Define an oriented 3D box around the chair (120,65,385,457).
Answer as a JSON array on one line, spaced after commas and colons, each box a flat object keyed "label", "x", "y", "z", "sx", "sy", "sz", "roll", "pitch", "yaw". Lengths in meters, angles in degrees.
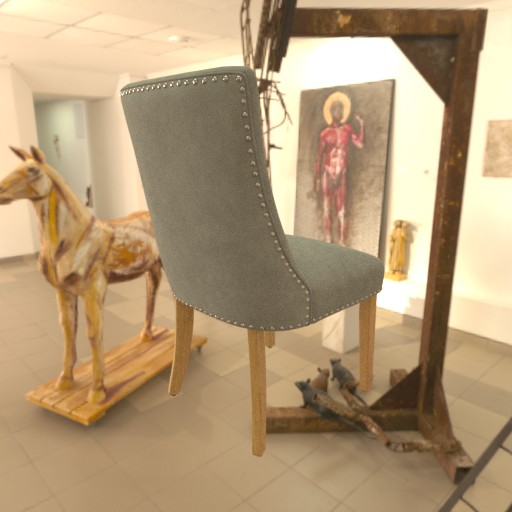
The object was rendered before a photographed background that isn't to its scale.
[{"label": "chair", "x": 0.000, "y": 0.000, "z": 1.251, "sx": 0.610, "sy": 0.902, "sz": 0.495, "roll": -14, "pitch": 20, "yaw": -42}]
